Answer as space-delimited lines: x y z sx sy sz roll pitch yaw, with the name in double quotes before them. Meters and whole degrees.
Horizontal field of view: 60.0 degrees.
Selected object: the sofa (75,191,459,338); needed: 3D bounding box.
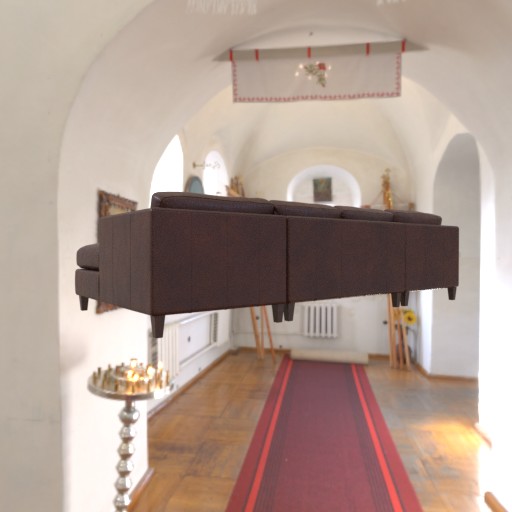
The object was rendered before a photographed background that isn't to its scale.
"sofa" 0.000 0.000 4.457 3.324 0.891 2.452 -1 1 -37
